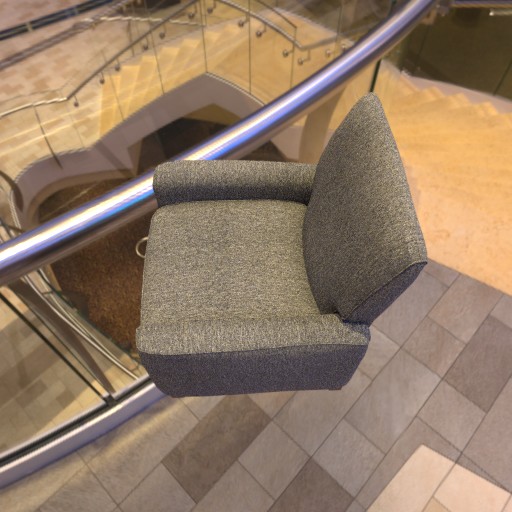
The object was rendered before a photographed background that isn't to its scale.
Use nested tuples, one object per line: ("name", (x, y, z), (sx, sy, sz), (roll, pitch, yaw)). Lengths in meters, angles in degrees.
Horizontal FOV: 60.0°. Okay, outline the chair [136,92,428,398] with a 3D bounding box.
("chair", (0.000, 0.000, 1.671), (0.864, 1.014, 0.848), (-2, 57, -1))
